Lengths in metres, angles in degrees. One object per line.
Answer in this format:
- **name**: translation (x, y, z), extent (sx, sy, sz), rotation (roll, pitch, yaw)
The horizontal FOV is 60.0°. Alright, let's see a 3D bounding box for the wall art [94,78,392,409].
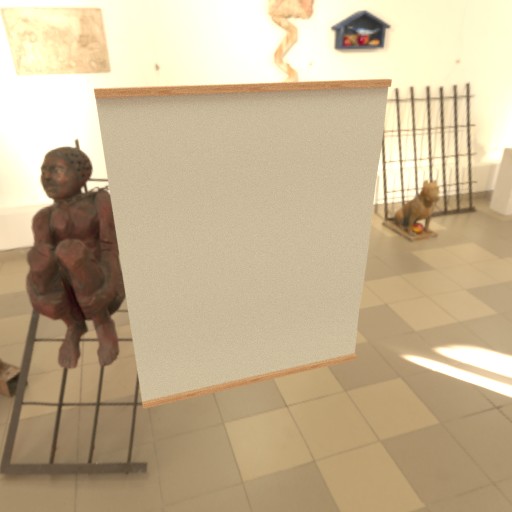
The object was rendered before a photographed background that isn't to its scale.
- **wall art**: translation (0.000, 0.000, 0.697), extent (0.406, 0.508, 0.013), rotation (-8, 28, -16)
